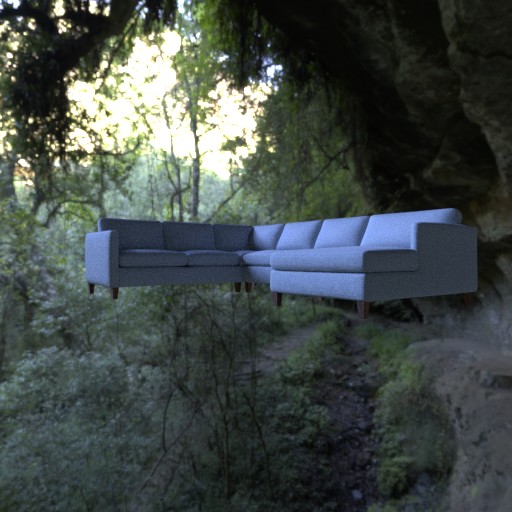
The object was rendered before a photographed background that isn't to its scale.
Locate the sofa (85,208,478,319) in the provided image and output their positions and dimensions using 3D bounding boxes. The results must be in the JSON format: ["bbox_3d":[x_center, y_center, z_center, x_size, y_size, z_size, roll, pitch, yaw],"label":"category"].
[{"bbox_3d":[0.000,0.000,4.597,2.551,0.889,3.403,0,0,-37],"label":"sofa"}]
